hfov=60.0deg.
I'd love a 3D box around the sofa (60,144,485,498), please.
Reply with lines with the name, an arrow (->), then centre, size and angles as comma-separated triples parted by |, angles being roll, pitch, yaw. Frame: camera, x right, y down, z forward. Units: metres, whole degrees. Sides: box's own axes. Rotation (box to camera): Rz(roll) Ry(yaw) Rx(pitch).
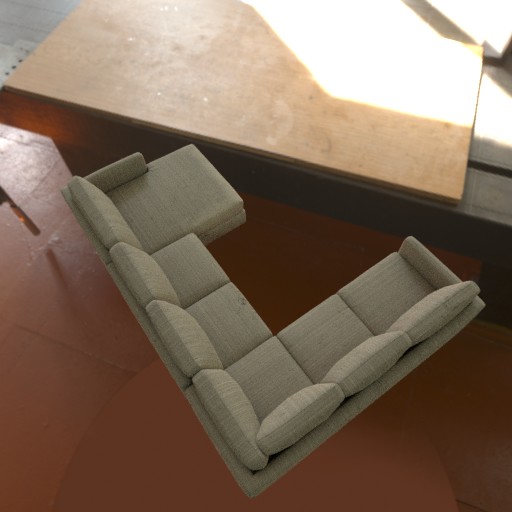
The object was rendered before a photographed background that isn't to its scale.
sofa -> 0.000, 0.000, 4.454 | 2.594, 0.961, 3.460 | -31, 64, -17
